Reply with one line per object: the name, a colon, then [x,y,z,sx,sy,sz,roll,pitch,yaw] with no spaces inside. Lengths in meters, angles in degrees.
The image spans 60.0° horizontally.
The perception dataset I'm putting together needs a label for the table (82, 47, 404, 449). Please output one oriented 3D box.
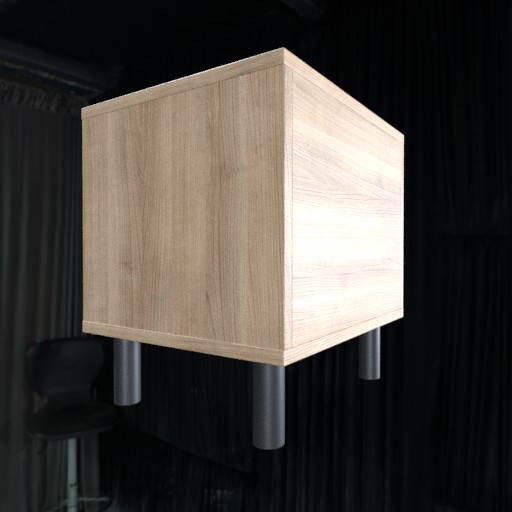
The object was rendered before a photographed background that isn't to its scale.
table: [0.000,0.000,0.774,0.380,0.460,0.445,0,1,35]
